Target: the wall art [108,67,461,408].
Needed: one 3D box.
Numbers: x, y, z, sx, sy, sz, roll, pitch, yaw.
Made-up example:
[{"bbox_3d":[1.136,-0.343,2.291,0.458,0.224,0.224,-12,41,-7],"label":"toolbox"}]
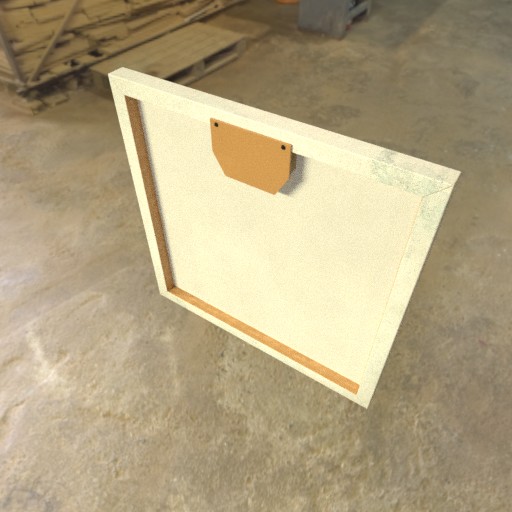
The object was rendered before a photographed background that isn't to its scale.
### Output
[{"bbox_3d":[0.000,0.000,0.889,0.605,0.605,0.044,25,50,23],"label":"wall art"}]
